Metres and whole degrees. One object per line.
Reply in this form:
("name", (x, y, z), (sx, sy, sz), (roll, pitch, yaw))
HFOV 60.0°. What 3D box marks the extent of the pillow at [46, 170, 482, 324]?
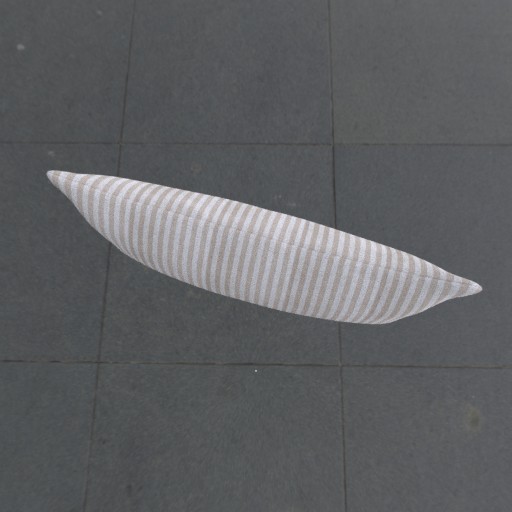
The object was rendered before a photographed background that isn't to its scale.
("pillow", (0.000, 0.000, 0.742), (0.617, 0.295, 0.151), (15, 76, 4))
